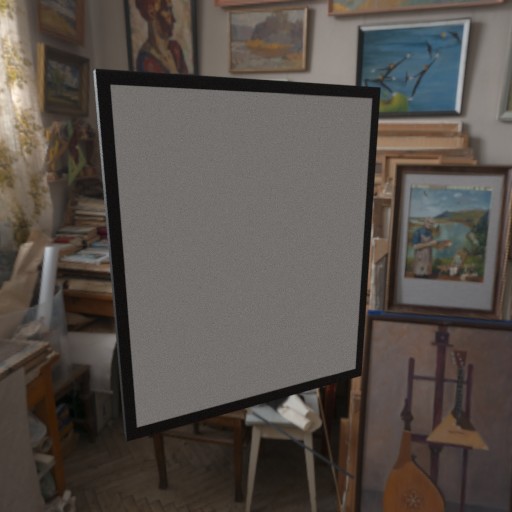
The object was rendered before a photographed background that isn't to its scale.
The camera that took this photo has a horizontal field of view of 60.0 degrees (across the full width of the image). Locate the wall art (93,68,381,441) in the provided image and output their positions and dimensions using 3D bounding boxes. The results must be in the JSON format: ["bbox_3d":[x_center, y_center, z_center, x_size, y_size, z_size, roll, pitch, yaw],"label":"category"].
[{"bbox_3d":[0.000,0.000,0.685,0.430,0.509,0.021,-7,16,-25],"label":"wall art"}]
